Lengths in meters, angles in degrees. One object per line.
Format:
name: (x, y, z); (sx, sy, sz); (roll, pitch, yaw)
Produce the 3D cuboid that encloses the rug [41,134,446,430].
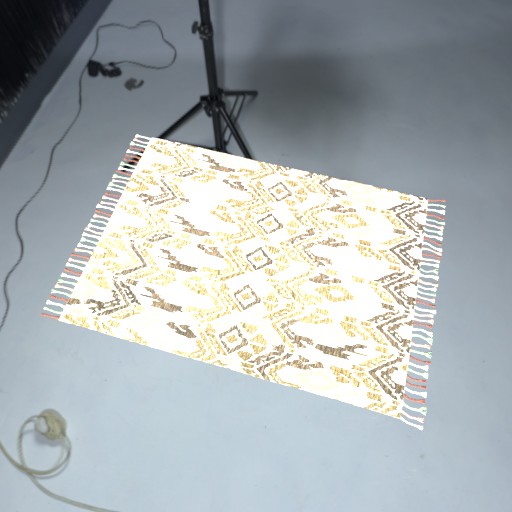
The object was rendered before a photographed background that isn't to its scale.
rug: (0.000, 0.000, 2.263); (1.829, 0.008, 1.219); (14, 64, 7)
